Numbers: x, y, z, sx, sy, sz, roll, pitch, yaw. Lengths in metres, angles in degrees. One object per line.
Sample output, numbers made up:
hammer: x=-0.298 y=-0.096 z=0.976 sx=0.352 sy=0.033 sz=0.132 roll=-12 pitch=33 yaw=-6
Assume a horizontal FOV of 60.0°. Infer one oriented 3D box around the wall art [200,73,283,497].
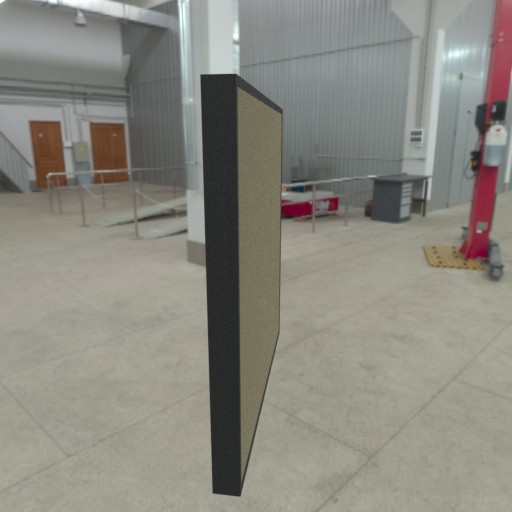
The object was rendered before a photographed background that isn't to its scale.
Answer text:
wall art: x=0.000 y=0.000 z=0.751 sx=0.037 sy=0.507 sz=0.509 roll=2 pitch=15 yaw=8
